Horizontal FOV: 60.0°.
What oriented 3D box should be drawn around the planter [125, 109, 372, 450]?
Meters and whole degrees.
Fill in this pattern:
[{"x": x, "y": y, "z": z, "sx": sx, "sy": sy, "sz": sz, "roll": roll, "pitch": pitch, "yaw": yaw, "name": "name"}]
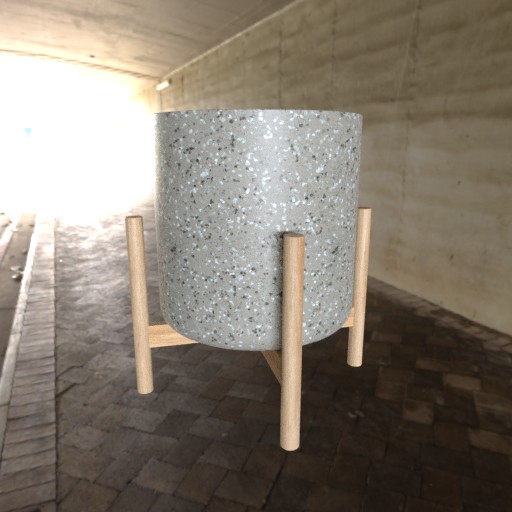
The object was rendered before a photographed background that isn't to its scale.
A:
[{"x": 0.000, "y": 0.000, "z": 0.698, "sx": 0.360, "sy": 0.419, "sz": 0.360, "roll": 2, "pitch": 14, "yaw": 8, "name": "planter"}]
